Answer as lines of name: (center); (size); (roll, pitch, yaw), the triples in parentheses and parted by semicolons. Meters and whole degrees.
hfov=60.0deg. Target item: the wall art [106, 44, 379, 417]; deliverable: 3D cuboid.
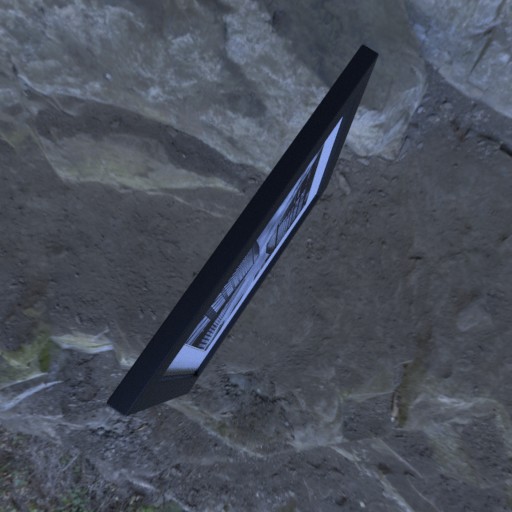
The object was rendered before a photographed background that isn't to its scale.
wall art: (0.000, 0.000, 0.762); (0.031, 0.457, 0.558); (33, 78, 8)
